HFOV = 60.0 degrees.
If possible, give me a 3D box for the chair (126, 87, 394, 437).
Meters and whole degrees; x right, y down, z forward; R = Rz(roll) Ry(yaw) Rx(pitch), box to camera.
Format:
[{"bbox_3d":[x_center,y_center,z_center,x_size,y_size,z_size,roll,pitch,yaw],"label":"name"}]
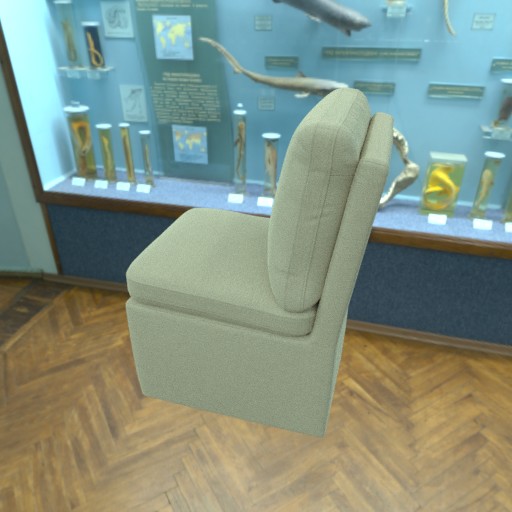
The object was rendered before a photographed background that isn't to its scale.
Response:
[{"bbox_3d":[0.000,0.000,1.357,0.698,0.927,0.503,8,31,14],"label":"chair"}]
